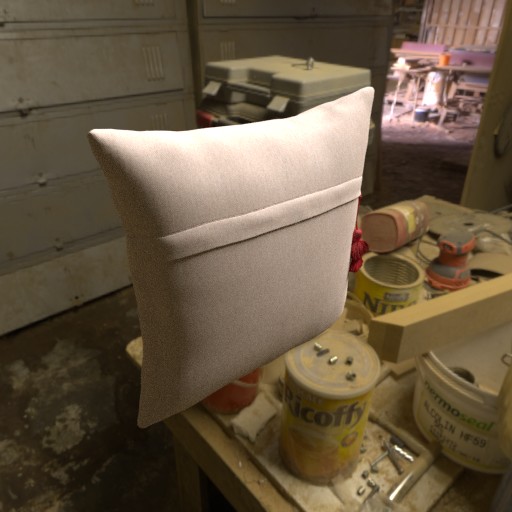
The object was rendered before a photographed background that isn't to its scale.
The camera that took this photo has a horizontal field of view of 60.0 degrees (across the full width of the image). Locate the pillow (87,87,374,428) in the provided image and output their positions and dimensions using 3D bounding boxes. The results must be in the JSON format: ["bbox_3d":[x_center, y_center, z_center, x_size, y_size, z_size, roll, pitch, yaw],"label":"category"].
[{"bbox_3d":[0.000,0.000,0.657,0.433,0.436,0.173,-22,36,-34],"label":"pillow"}]
